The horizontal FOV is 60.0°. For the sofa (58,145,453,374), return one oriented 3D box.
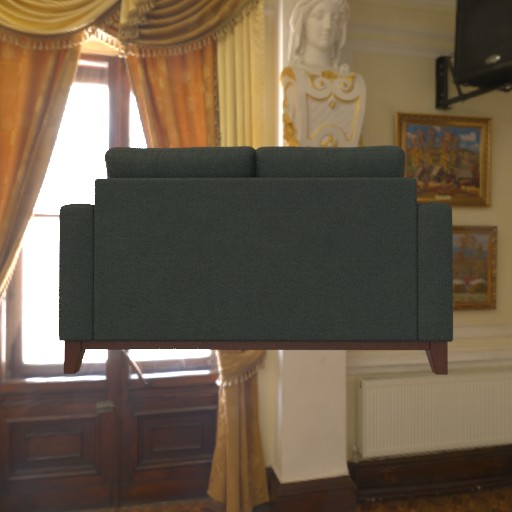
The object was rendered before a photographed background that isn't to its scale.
[{"bbox_3d":[0.000,0.000,2.130,1.489,0.903,0.955,0,-1,0],"label":"sofa"}]
